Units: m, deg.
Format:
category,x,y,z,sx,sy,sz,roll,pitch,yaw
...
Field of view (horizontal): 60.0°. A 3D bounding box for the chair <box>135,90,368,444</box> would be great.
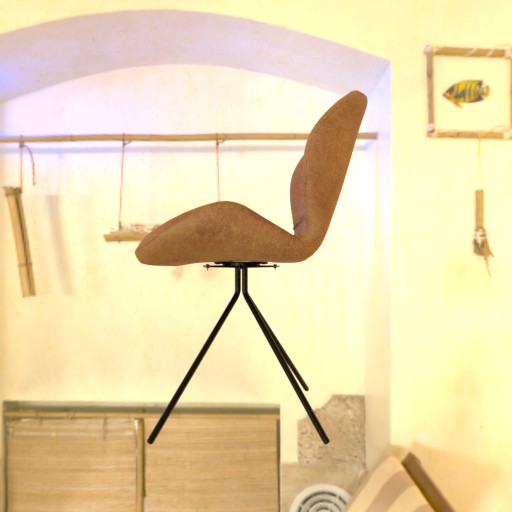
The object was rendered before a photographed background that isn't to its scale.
category,x,y,z,sx,sy,sz,roll,pitch,yaw
chair,0.000,0.000,1.308,0.640,0.929,0.527,0,0,0
